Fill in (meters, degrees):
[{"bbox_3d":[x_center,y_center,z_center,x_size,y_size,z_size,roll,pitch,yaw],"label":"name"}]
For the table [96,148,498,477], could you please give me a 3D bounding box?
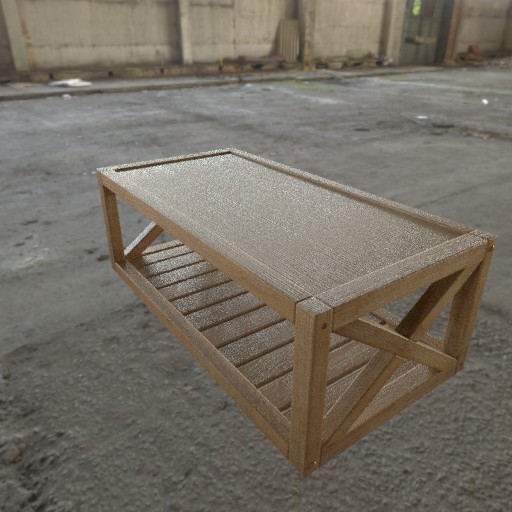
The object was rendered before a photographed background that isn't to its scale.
[{"bbox_3d":[0.000,0.000,1.592,0.660,0.457,1.321,-18,31,-32],"label":"table"}]
